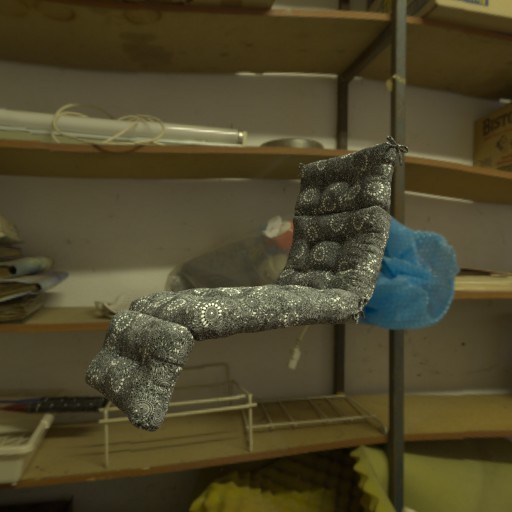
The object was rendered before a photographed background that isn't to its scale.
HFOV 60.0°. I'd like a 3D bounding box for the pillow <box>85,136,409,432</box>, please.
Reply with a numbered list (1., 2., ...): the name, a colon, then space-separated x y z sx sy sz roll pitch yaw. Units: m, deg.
1. pillow: 0.000 0.000 1.516 1.016 0.863 0.526 1 -1 -35
